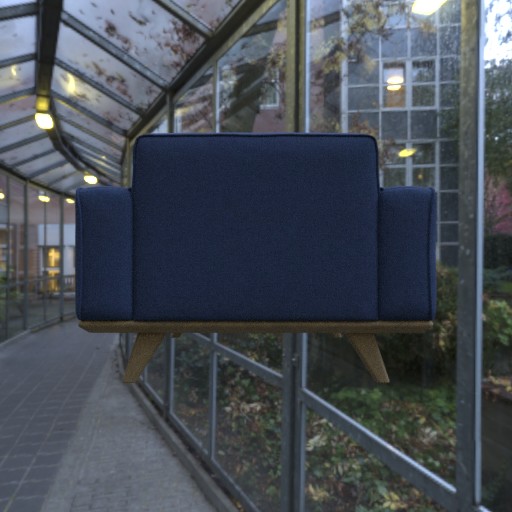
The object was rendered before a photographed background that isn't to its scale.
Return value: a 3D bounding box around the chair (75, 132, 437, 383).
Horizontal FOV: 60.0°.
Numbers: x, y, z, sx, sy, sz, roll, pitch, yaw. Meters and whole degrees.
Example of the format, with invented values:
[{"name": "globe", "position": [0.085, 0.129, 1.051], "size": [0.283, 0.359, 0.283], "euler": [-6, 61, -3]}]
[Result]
[{"name": "chair", "position": [0.000, 0.000, 1.765], "size": [1.118, 0.783, 0.953], "euler": [0, 0, 0]}]
